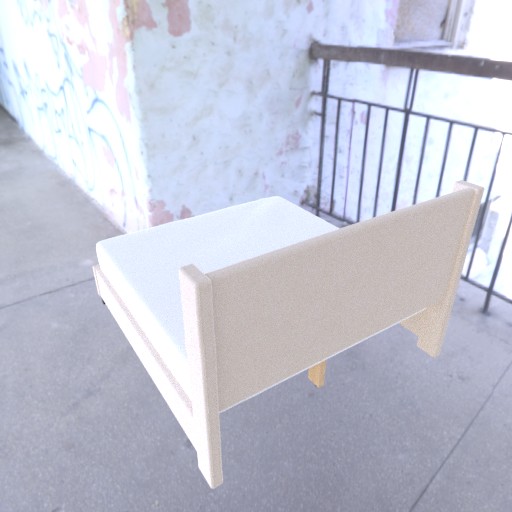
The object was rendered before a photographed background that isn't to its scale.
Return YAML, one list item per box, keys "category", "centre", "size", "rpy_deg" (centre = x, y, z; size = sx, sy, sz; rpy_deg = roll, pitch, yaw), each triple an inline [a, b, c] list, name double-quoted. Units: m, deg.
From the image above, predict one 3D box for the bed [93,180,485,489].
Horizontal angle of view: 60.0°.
- category: "bed"
  centre: [0.000, 0.000, 3.621]
  size: [2.145, 1.471, 2.293]
  rpy_deg: [-18, 34, -29]
